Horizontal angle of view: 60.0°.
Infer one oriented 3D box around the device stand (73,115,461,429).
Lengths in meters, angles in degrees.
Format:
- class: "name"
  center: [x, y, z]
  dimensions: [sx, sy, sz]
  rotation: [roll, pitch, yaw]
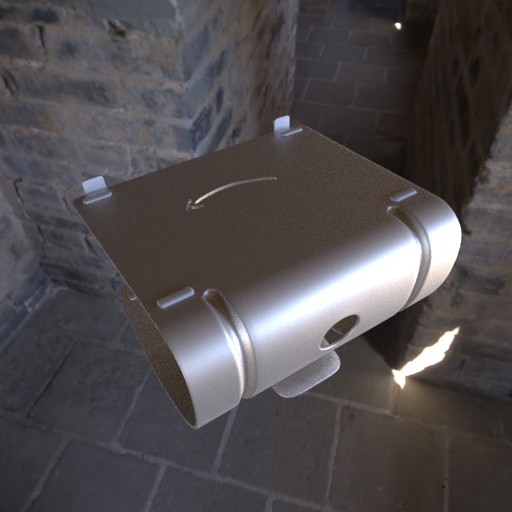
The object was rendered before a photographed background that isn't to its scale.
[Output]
- class: "device stand"
  center: [0.000, 0.000, 0.412]
  dimensions: [0.256, 0.155, 0.236]
  rotation: [-24, 51, -21]
